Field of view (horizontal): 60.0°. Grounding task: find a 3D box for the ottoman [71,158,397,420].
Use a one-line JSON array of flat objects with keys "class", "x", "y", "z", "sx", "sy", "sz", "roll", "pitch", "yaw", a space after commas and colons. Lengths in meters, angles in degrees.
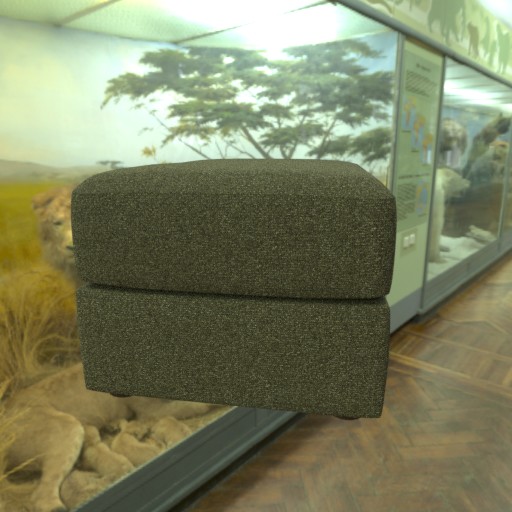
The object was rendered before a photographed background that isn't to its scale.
[{"class": "ottoman", "x": 0.000, "y": 0.000, "z": 1.128, "sx": 0.598, "sy": 0.476, "sz": 0.742, "roll": 2, "pitch": 14, "yaw": 10}]
